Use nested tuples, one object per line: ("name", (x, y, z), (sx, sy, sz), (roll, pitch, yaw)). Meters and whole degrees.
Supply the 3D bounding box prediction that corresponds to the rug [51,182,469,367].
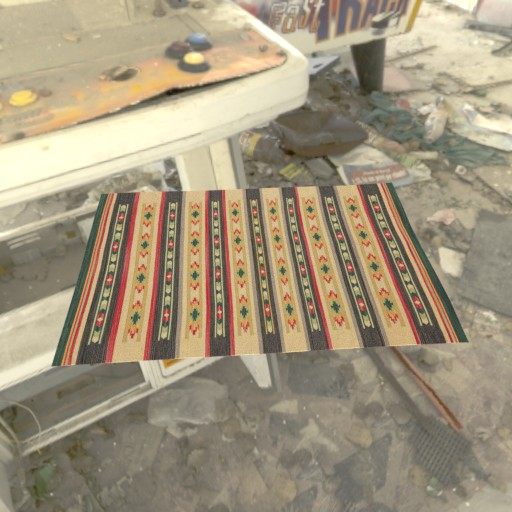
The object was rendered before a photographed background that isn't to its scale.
("rug", (0.000, 0.000, 2.972), (2.311, 0.010, 1.522), (-3, 45, -3))
